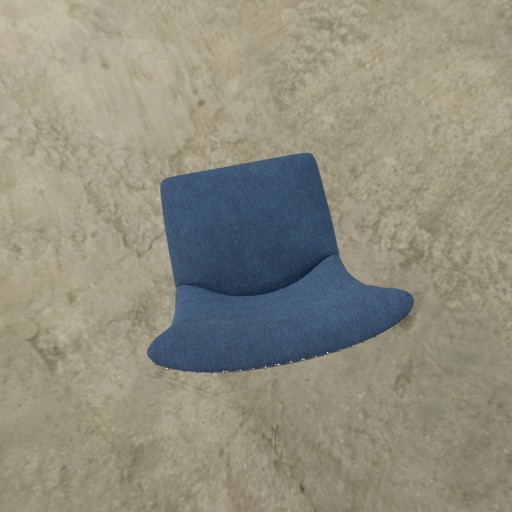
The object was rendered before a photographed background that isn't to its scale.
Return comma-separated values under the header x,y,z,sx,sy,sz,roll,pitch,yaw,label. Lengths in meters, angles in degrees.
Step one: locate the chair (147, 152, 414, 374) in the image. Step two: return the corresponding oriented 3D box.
x,y,z,sx,sy,sz,roll,pitch,yaw,label
0.000,0.000,1.250,0.495,0.902,0.610,-11,76,-3,chair
